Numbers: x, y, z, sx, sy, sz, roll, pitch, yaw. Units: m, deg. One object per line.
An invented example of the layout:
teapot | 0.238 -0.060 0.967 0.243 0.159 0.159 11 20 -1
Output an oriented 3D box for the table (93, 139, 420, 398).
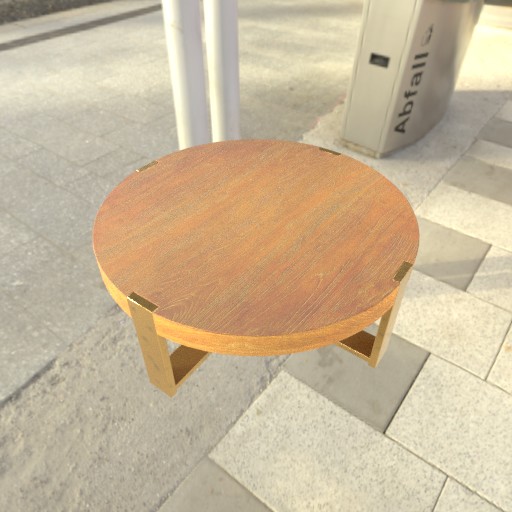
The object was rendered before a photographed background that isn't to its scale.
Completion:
table | 0.000 0.000 1.690 1.100 0.420 1.100 0 41 0
